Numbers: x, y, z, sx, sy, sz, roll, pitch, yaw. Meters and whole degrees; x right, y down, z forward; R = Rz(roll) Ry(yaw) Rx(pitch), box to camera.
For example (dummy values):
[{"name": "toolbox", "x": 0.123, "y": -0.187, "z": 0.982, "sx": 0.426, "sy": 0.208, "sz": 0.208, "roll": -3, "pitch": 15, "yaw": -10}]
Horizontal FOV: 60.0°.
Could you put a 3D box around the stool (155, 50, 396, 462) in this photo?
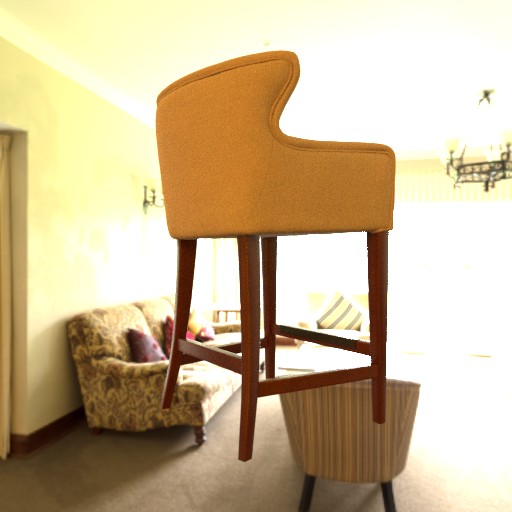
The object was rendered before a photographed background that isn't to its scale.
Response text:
[{"name": "stool", "x": 0.000, "y": 0.000, "z": 1.322, "sx": 0.570, "sy": 0.951, "sz": 0.601, "roll": 0, "pitch": 0, "yaw": -36}]
